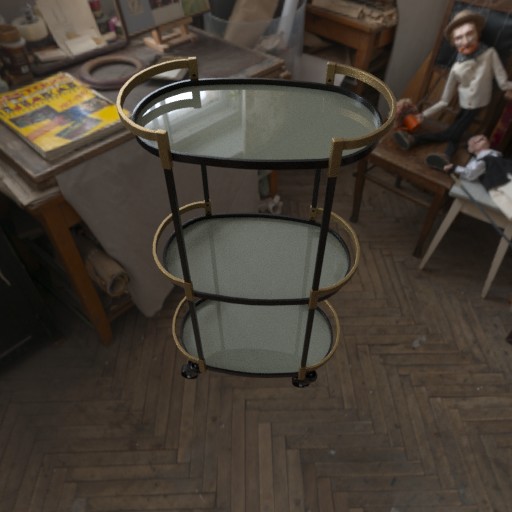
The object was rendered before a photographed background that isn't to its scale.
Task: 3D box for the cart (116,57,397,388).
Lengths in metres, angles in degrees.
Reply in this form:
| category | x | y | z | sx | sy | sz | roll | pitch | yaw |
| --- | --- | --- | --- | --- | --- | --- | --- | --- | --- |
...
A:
| category | x | y | z | sx | sy | sz | roll | pitch | yaw |
| --- | --- | --- | --- | --- | --- | --- | --- | --- | --- |
| cart | 0.000 | 0.000 | 1.147 | 0.515 | 0.885 | 0.311 | 3 | 47 | 3 |
